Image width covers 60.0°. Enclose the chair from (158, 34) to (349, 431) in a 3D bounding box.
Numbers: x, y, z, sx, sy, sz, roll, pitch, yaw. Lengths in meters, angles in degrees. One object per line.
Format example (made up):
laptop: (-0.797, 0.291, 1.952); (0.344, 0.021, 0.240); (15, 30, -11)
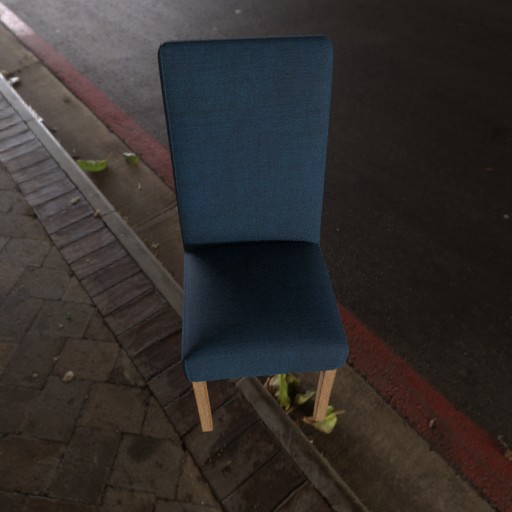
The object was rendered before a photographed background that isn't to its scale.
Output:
chair: (0.000, 0.000, 1.307); (0.450, 1.029, 0.610); (-4, 48, -4)
